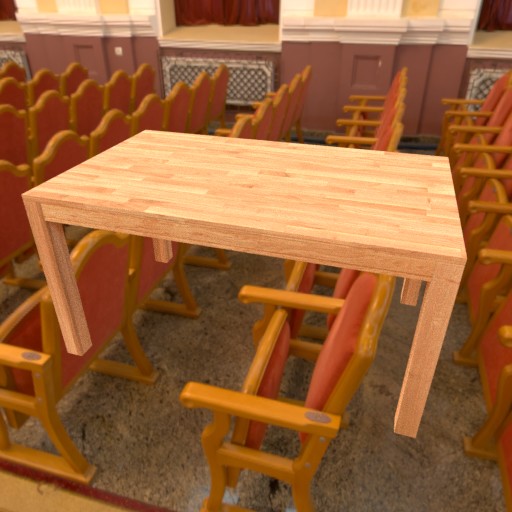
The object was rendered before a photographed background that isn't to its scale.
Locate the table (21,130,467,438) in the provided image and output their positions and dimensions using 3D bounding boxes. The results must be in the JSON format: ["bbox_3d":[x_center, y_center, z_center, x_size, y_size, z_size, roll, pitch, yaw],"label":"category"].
[{"bbox_3d":[0.000,0.000,1.980,1.500,0.770,0.900,9,32,15],"label":"table"}]
